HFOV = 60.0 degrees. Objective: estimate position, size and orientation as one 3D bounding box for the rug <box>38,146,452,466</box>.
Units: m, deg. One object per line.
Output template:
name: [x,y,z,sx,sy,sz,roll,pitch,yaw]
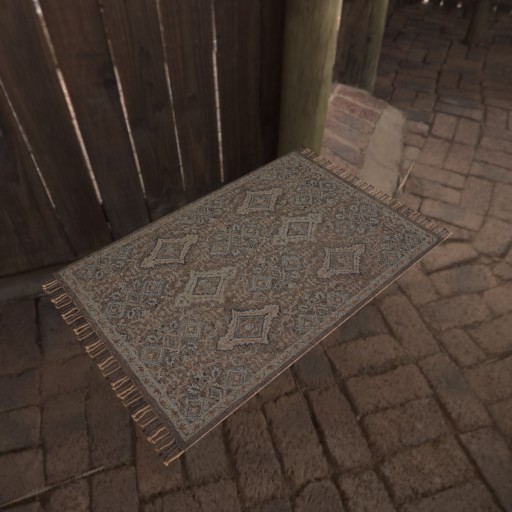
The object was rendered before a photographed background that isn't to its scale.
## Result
rug: [0.000,0.000,3.031,2.434,0.010,1.516,-32,54,-27]
